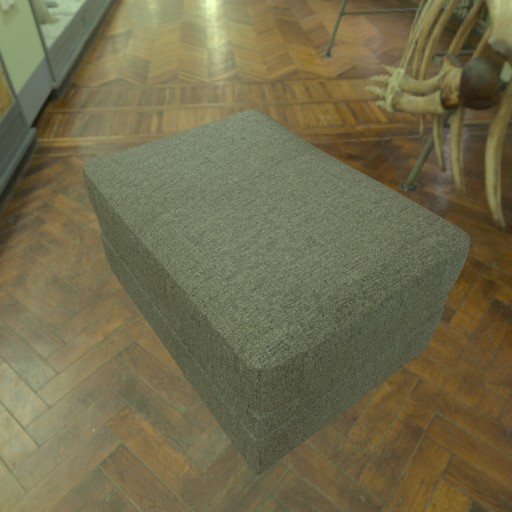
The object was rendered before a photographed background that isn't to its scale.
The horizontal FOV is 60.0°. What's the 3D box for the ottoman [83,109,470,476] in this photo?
[{"bbox_3d":[0.000,0.000,1.245,0.637,0.478,0.885,-26,48,-26],"label":"ottoman"}]
